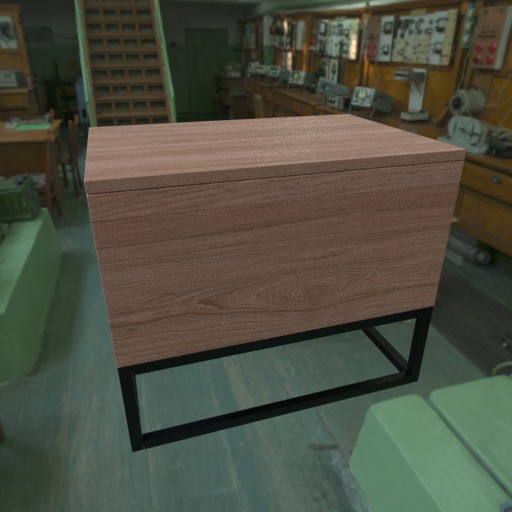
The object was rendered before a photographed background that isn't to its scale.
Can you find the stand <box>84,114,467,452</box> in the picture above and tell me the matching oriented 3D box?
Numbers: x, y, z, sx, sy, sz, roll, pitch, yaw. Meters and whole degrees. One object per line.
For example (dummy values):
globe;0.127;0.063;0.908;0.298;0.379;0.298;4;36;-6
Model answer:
stand;0.000;0.000;0.942;0.600;0.500;0.420;-8;27;-16
